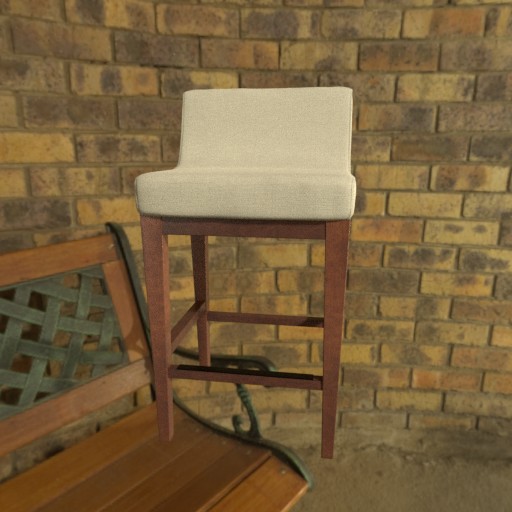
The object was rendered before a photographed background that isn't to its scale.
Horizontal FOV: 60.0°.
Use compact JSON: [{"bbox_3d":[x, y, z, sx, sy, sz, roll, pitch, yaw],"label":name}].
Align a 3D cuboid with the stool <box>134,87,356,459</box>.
[{"bbox_3d":[0.000,0.000,1.254,0.511,0.937,0.500,2,14,9],"label":"stool"}]
